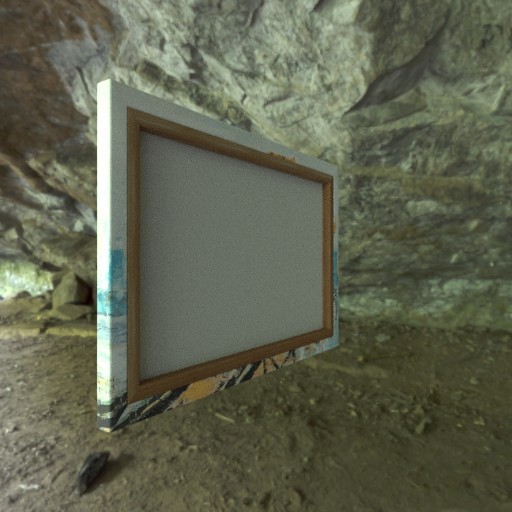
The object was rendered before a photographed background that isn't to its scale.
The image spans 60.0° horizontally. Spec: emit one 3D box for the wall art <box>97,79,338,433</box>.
[{"bbox_3d":[0.000,0.000,1.141,0.038,0.609,0.913,0,0,35],"label":"wall art"}]
